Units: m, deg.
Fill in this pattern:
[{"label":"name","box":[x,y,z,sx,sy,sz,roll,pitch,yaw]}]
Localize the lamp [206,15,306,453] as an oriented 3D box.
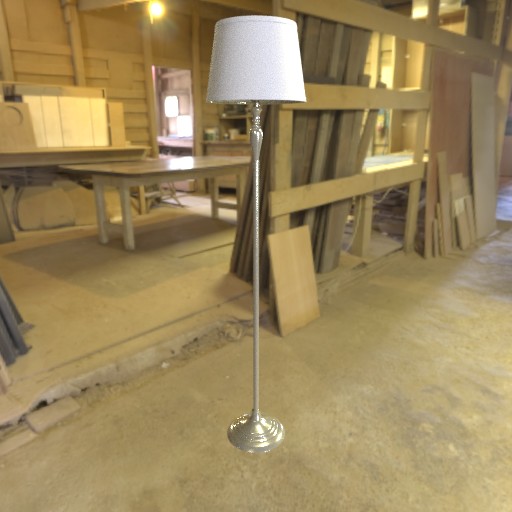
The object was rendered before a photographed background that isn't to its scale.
[{"label":"lamp","box":[0.000,0.000,1.600,0.327,1.506,0.327,15,22,42]}]
